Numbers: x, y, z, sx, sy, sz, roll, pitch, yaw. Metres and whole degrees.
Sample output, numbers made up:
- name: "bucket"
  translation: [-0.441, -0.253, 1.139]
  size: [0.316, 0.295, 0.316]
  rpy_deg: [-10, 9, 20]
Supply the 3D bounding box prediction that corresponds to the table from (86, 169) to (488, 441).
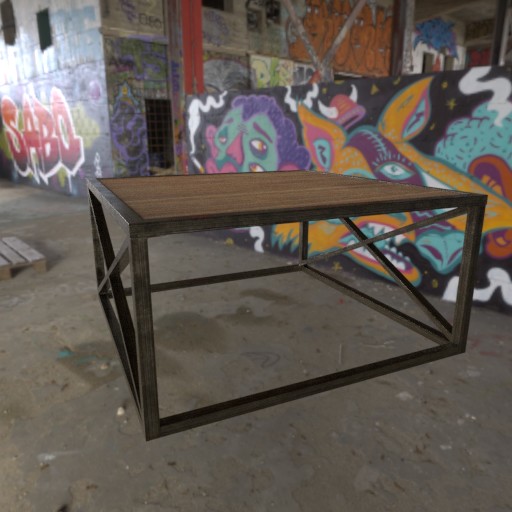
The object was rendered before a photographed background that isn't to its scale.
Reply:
- name: "table"
  translation: [0.000, 0.000, 1.417]
  size: [0.909, 0.451, 0.899]
  rpy_deg: [-7, 17, -24]
